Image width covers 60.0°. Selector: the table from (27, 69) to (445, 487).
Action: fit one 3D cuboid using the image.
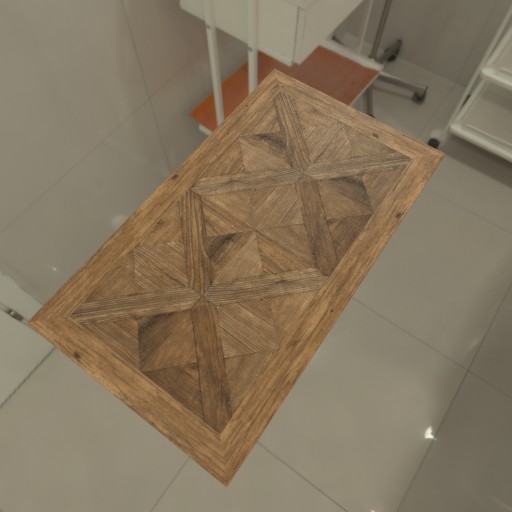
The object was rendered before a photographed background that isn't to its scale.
[{"bbox_3d":[0.000,0.000,1.744,0.800,0.410,1.400,33,68,15],"label":"table"}]
